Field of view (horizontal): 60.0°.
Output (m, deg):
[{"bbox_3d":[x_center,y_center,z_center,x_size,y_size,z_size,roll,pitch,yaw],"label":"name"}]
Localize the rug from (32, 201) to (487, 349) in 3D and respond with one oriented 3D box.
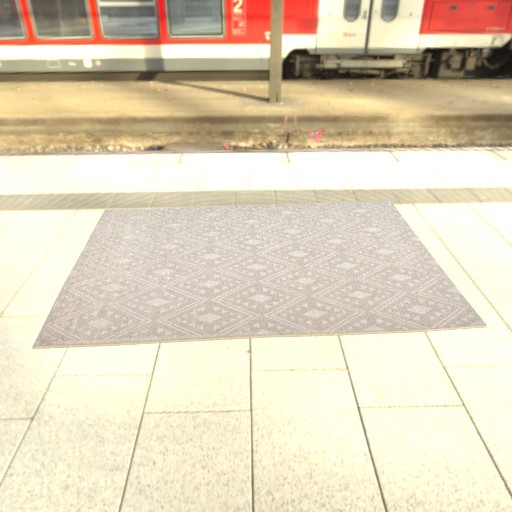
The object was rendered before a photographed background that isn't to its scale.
[{"bbox_3d":[0.000,0.000,2.305,1.829,0.034,1.252,-2,32,-3],"label":"rug"}]
